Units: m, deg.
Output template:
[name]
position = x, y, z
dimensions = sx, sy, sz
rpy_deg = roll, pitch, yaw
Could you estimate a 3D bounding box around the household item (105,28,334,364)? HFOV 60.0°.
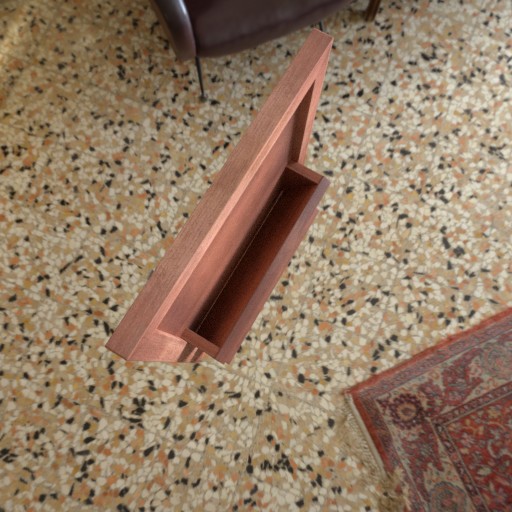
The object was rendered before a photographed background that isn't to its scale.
[household item]
position = 0.000, 0.000, 0.539
dimensions = 0.067, 0.407, 0.310
rpy_deg = 30, 78, 7
